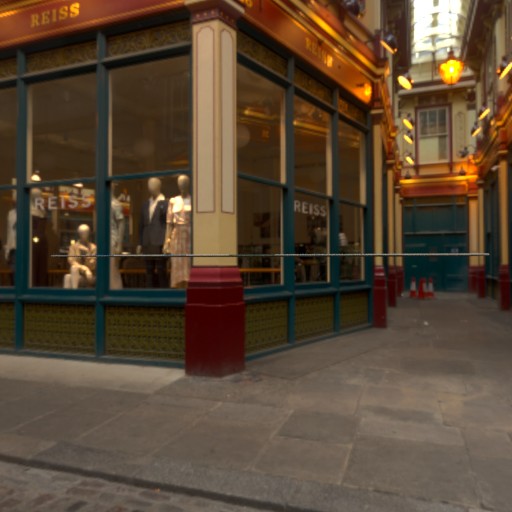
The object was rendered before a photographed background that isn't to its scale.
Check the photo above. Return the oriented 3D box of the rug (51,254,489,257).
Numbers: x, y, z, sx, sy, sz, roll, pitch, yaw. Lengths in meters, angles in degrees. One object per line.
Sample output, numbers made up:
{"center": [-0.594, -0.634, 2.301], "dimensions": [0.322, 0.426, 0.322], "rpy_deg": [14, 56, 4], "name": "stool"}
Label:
{"center": [0.000, 0.000, 2.709], "dimensions": [2.437, 0.008, 0.774], "rpy_deg": [0, -1, 19], "name": "rug"}
